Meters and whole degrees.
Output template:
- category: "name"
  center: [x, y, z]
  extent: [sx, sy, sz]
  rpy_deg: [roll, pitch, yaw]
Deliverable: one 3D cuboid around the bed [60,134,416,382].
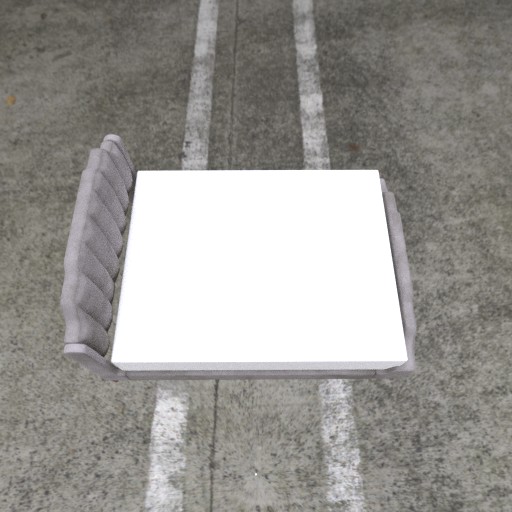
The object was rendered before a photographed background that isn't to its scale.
- category: "bed"
  center: [0.000, 0.000, 3.374]
  extent: [2.340, 1.245, 1.676]
  rpy_deg: [0, 64, 0]
